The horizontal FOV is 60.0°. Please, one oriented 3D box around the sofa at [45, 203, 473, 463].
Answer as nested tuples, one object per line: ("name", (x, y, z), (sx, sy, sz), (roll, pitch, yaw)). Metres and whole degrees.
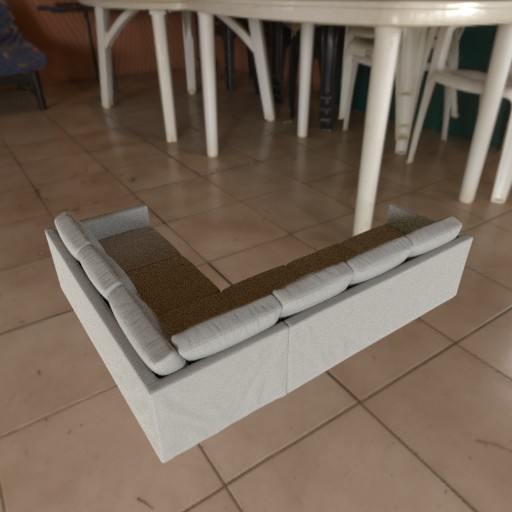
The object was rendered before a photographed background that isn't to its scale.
("sofa", (0.000, 0.000, 4.241), (3.182, 0.871, 2.432), (-20, 37, -29))
